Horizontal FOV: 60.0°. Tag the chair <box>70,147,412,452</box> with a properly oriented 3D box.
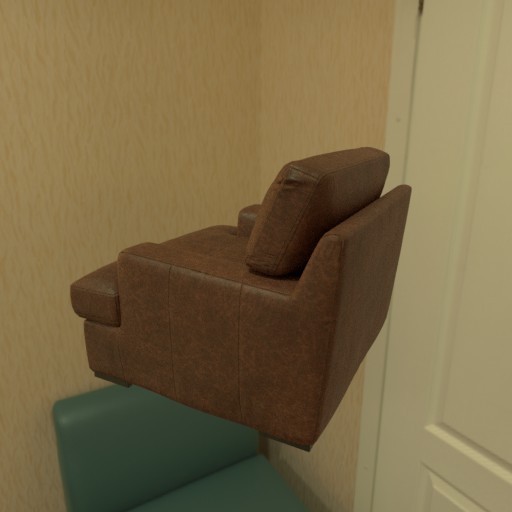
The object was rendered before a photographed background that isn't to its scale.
[{"bbox_3d":[0.000,0.000,1.996,1.143,0.939,1.168,9,19,26],"label":"chair"}]
